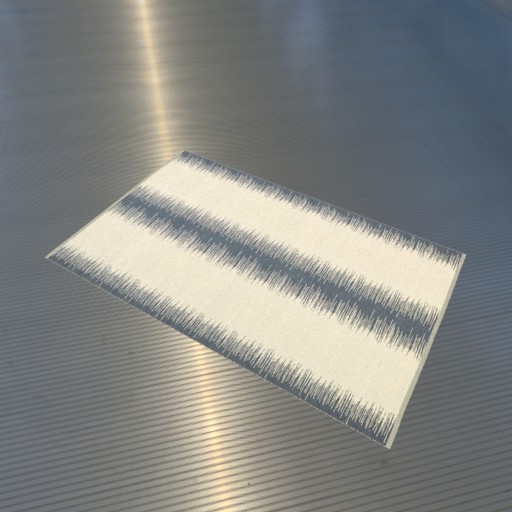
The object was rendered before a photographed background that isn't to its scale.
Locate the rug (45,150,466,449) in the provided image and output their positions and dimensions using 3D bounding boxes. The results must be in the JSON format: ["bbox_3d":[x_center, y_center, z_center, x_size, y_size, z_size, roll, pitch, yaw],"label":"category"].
[{"bbox_3d":[0.000,0.000,3.023,2.453,0.003,1.519,24,51,21],"label":"rug"}]
